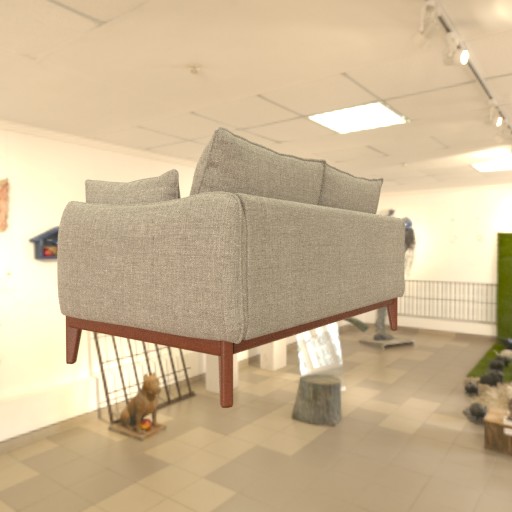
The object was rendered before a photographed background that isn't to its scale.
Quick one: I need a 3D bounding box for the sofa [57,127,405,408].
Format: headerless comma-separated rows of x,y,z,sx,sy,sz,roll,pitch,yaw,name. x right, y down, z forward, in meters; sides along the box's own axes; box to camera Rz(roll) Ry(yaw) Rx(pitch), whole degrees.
0.000,0.000,2.134,0.972,0.851,1.580,1,2,36,sofa
